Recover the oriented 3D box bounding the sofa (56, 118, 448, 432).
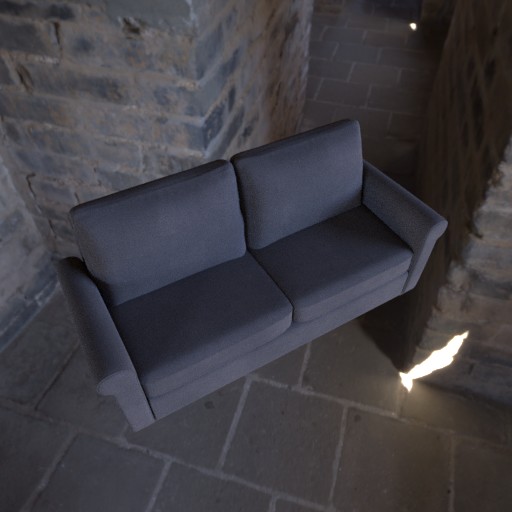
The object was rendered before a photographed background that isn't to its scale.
[{"bbox_3d":[0.000,0.000,2.413,1.935,0.942,0.842,-23,51,-20],"label":"sofa"}]
